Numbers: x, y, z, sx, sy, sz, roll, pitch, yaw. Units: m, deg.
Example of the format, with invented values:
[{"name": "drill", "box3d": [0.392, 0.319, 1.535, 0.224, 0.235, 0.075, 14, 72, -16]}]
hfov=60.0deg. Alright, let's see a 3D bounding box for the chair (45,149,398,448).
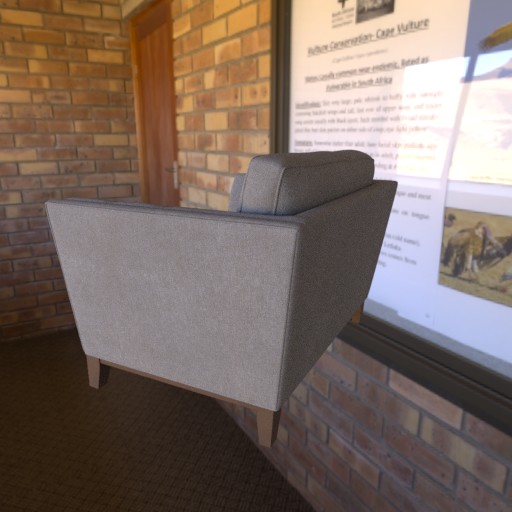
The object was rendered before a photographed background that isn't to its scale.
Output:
[{"name": "chair", "box3d": [0.000, 0.000, 2.014, 0.965, 0.942, 1.396, 8, 17, 26]}]
